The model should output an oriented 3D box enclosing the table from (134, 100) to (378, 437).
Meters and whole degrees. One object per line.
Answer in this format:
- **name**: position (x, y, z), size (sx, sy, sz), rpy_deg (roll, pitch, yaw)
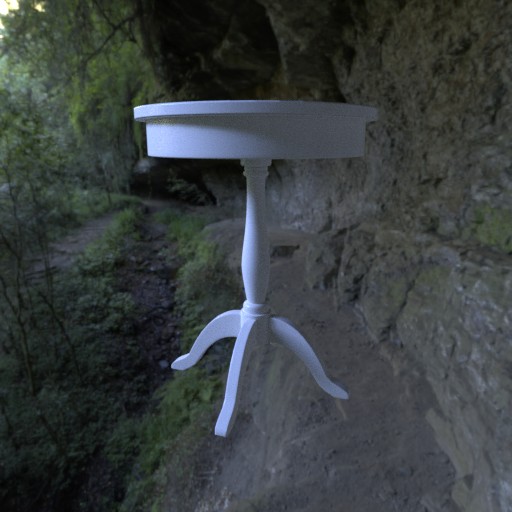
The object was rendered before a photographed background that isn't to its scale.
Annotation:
- **table**: position (0.000, 0.000, 1.043), size (0.513, 0.653, 0.513), rpy_deg (0, 15, 0)
